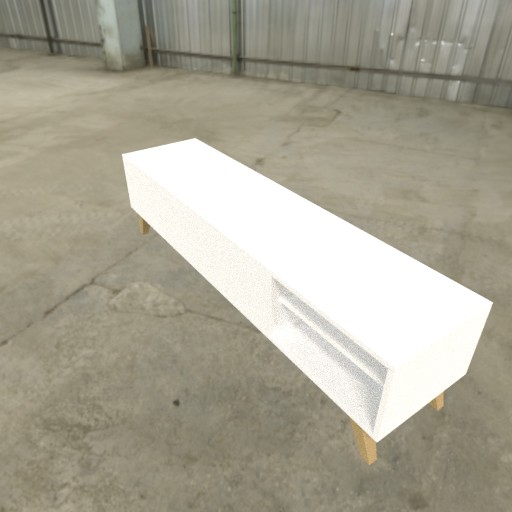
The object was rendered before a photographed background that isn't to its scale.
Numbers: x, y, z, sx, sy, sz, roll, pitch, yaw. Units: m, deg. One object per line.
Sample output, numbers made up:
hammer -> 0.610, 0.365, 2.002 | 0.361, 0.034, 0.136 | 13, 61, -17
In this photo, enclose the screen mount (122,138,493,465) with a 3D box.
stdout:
screen mount -> 0.000, 0.000, 1.777 | 0.399, 0.432, 1.644 | -22, 39, -29
